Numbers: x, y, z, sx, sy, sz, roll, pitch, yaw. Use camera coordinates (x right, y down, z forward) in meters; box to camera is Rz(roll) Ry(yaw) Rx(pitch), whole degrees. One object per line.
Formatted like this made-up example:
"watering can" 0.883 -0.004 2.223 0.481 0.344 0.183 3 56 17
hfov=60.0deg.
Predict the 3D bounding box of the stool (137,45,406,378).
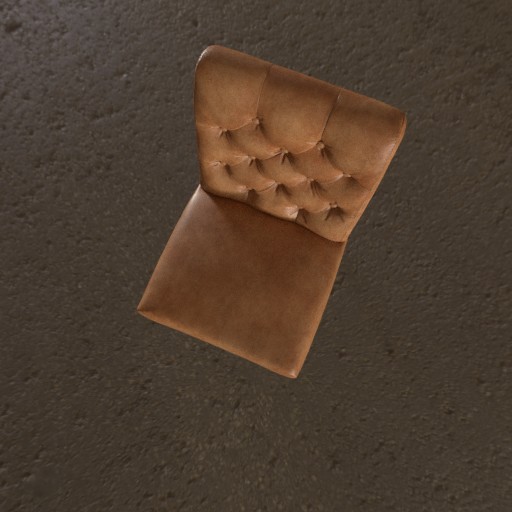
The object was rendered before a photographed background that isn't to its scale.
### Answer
"stool" 0.000 0.000 1.367 0.493 1.047 0.601 22 77 5
